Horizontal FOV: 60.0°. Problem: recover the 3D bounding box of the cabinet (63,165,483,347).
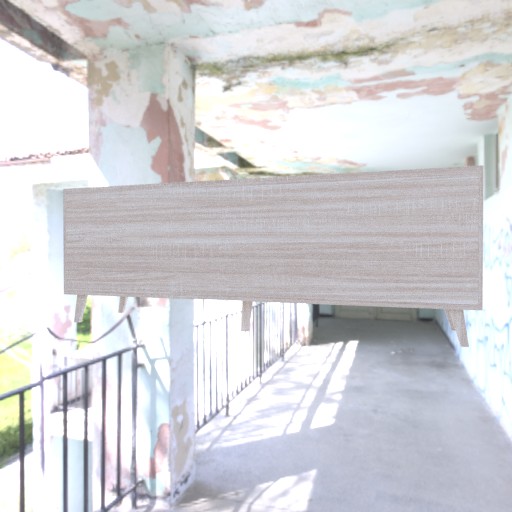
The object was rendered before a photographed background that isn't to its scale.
[{"bbox_3d":[0.000,0.000,2.468,2.200,0.780,0.500,0,1,19],"label":"cabinet"}]
